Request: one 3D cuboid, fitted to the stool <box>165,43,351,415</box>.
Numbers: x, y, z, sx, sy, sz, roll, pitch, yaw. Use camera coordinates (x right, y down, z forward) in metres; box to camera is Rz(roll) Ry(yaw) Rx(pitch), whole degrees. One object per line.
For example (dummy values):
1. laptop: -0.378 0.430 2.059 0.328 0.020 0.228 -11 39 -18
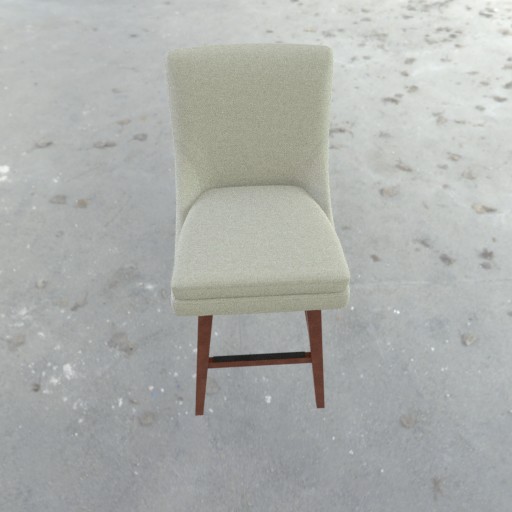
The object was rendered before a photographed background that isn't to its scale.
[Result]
1. stool: 0.000 0.000 1.392 0.470 1.092 0.559 -3 46 -2
